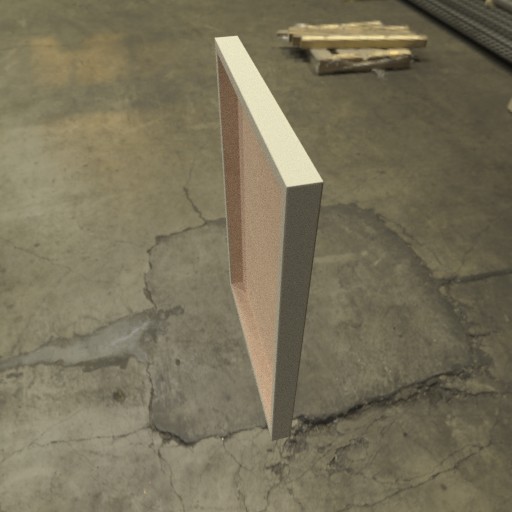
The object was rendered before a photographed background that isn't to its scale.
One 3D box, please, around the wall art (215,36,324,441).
[{"bbox_3d":[0.000,0.000,0.798,0.038,0.608,0.418,-10,46,-10],"label":"wall art"}]
